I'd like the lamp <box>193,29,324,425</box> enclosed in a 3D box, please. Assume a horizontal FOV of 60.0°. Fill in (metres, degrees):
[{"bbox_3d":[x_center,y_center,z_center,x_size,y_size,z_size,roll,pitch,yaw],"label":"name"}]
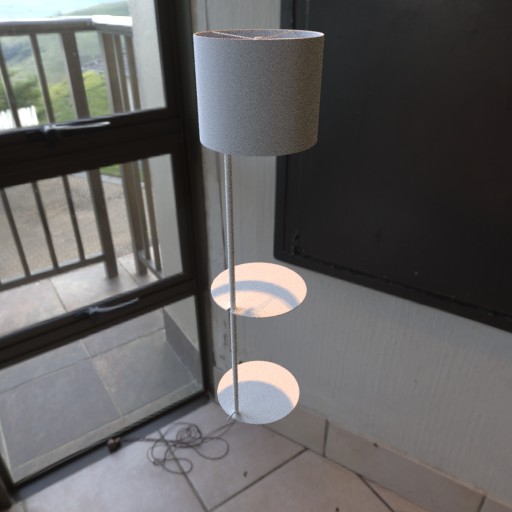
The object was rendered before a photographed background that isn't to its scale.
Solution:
[{"bbox_3d":[0.000,0.000,1.631,0.372,1.465,0.405,21,37,31],"label":"lamp"}]
